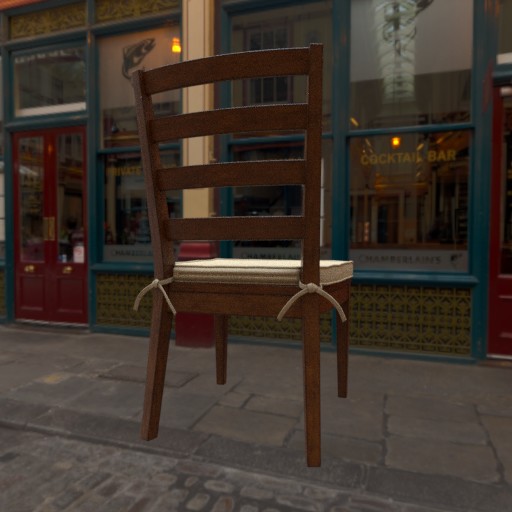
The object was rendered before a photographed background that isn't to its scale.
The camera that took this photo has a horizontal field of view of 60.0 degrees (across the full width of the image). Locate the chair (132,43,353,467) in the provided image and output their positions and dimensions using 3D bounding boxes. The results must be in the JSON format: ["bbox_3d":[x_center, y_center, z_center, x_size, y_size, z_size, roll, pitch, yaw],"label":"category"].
[{"bbox_3d":[0.000,0.000,1.345,0.593,0.979,0.595,0,1,19],"label":"chair"}]
